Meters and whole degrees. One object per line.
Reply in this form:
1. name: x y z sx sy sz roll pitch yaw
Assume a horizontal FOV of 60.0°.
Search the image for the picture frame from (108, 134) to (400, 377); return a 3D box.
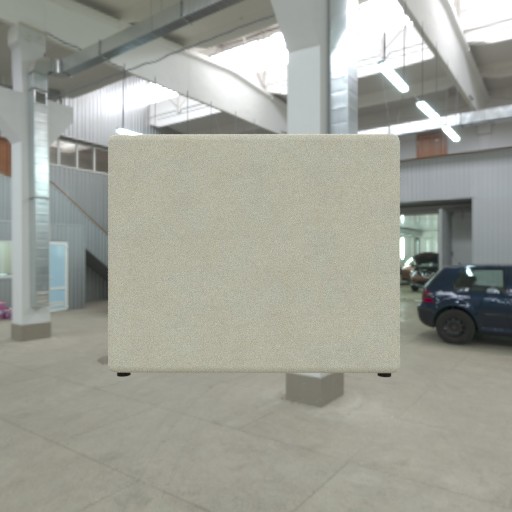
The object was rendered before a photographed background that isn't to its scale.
1. picture frame: 0.000 0.000 2.681 1.069 0.891 2.161 0 0 0
